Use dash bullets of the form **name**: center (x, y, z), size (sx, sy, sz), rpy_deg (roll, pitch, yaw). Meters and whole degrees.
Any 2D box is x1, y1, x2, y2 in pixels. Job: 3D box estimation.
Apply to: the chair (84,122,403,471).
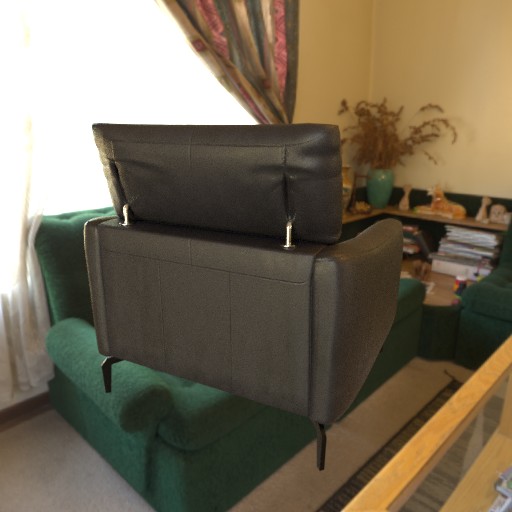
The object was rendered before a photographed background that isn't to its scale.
- **chair**: center (0.000, 0.000, 1.644), size (0.976, 0.949, 0.809), rpy_deg (8, 19, 26)
